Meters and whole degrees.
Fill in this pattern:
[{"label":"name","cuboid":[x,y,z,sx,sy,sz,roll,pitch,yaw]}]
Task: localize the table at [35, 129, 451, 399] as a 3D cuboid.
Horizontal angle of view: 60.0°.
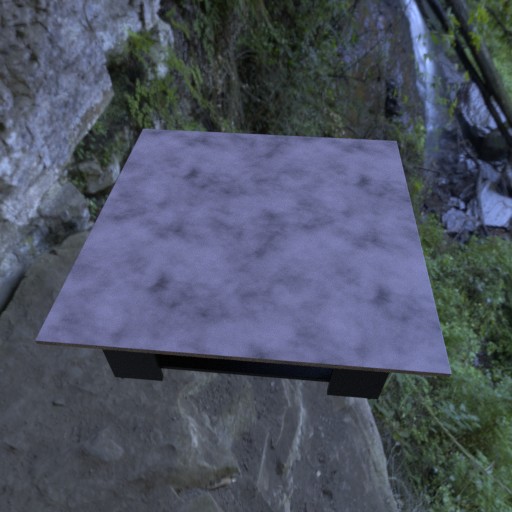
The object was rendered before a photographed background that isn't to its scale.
[{"label":"table","cuboid":[0.000,0.000,1.357,0.890,0.305,0.890,4,46,4]}]
